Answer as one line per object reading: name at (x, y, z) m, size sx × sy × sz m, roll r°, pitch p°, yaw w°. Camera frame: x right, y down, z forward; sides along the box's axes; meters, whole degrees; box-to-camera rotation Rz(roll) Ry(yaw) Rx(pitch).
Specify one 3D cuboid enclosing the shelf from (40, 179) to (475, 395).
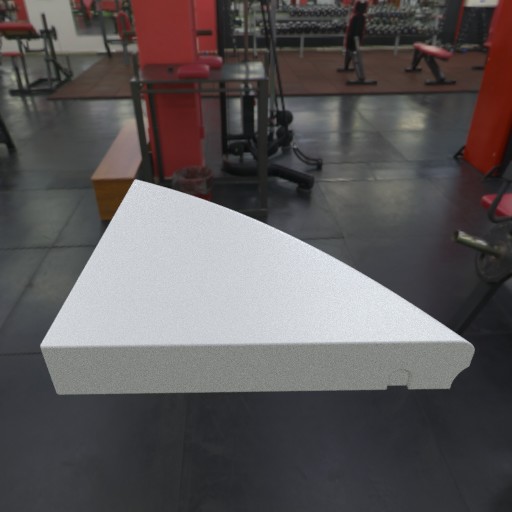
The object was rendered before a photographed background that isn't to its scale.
shelf at (0.000, 0.000, 0.456) m, size 0.310 × 0.050 × 0.310 m, roll -1°, pitch 32°, yaw -1°
